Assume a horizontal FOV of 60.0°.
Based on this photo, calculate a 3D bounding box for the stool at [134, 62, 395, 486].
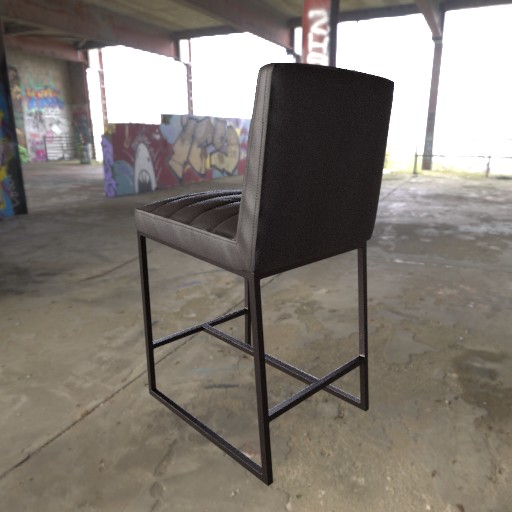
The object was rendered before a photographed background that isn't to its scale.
[{"bbox_3d":[0.000,0.000,1.258,0.463,0.946,0.562,-15,22,-42],"label":"stool"}]
